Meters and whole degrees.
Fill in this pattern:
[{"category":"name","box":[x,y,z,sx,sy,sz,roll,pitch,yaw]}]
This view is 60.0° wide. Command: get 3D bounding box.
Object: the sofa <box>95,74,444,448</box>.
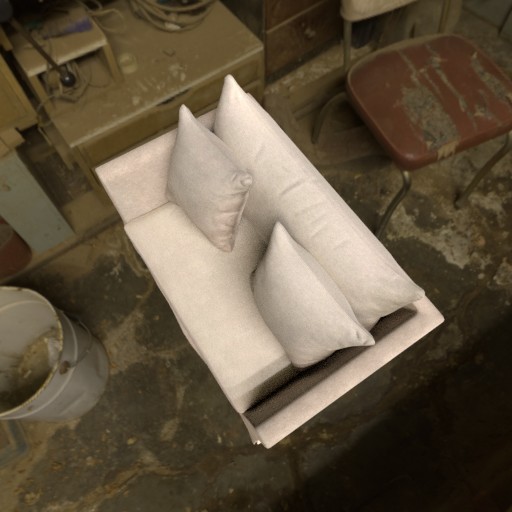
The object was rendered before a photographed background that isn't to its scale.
[{"category":"sofa","box":[0.000,0.000,2.324,1.035,1.040,1.608,-31,69,-13]}]
